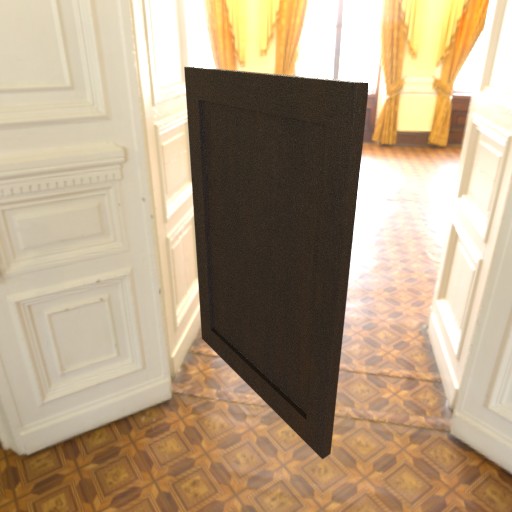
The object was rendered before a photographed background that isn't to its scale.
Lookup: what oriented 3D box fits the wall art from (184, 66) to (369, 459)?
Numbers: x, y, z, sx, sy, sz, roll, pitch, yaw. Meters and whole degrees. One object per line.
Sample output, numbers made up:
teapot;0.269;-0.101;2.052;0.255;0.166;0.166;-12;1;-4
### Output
wall art;0.000;0.000;0.671;0.017;0.513;0.359;-17;31;-31
